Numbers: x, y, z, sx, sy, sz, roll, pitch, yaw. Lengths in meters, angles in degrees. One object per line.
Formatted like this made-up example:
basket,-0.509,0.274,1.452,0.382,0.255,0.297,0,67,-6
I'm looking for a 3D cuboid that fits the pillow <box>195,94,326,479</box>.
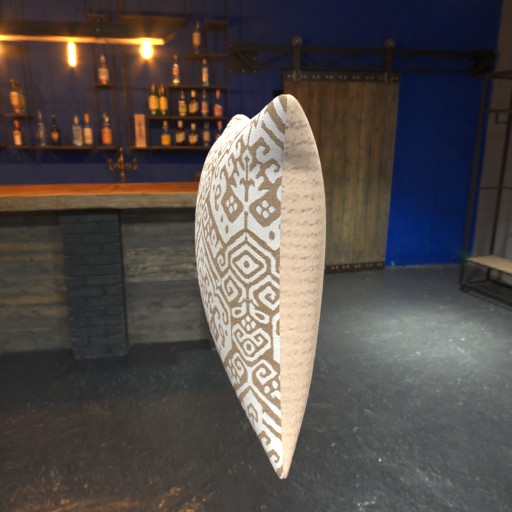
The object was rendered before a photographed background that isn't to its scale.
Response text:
pillow,0.000,0.000,0.641,0.173,0.407,0.419,-2,15,-8
